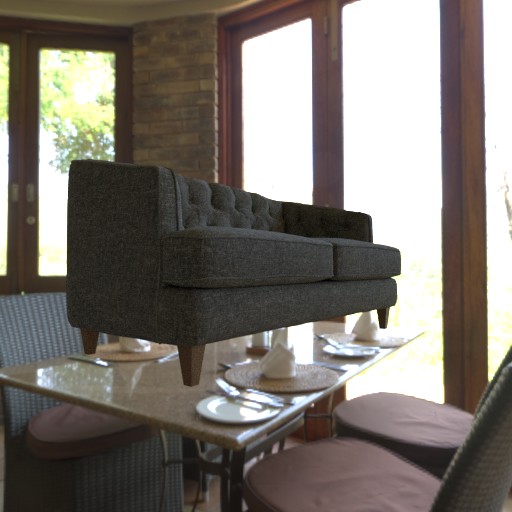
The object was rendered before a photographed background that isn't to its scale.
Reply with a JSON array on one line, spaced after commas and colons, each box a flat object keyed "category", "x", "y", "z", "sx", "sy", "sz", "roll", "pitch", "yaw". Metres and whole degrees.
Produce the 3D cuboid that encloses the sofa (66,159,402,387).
[{"category": "sofa", "x": 0.000, "y": 0.000, "z": 2.256, "sx": 0.941, "sy": 0.855, "sz": 1.733, "roll": -1, "pitch": -2, "yaw": 38}]
